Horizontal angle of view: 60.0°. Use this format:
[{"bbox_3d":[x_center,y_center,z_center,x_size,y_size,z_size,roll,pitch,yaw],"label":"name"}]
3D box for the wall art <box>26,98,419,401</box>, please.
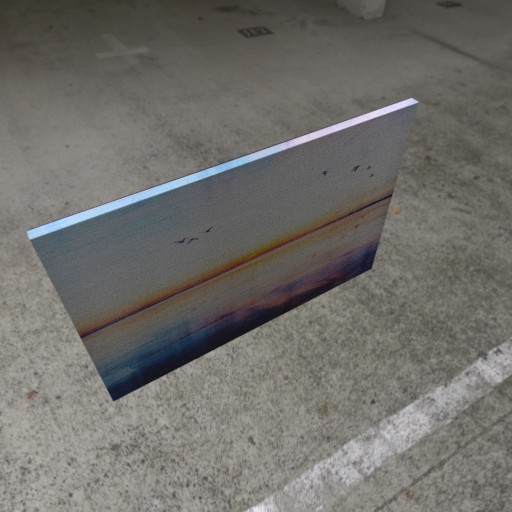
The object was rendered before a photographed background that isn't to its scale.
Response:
[{"bbox_3d":[0.000,0.000,0.754,0.604,0.402,0.018,-24,51,-21],"label":"wall art"}]
